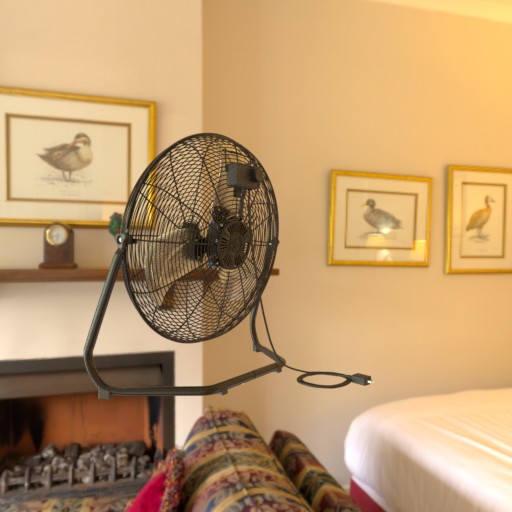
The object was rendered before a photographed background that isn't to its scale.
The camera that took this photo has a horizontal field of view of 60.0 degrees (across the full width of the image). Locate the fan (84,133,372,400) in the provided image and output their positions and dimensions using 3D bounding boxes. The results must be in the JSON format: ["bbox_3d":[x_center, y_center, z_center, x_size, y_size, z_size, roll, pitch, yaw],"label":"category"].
[{"bbox_3d":[0.000,0.000,0.950,0.424,0.546,0.555,0,0,36],"label":"fan"}]
